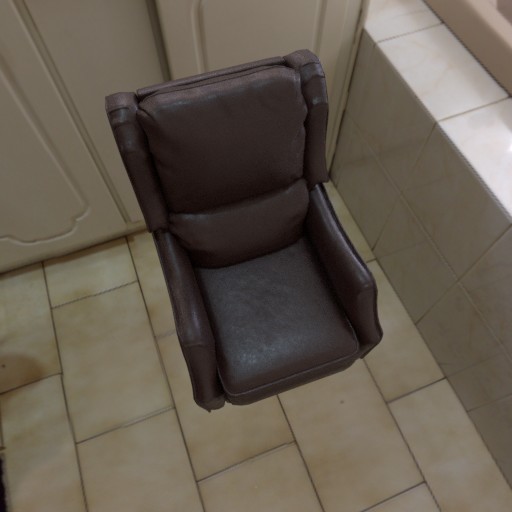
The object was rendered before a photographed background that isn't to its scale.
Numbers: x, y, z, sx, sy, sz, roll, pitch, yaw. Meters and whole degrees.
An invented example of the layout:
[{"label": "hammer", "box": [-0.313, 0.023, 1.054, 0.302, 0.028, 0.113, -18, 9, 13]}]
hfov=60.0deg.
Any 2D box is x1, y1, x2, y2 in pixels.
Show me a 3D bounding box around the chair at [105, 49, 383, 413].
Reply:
[{"label": "chair", "box": [0.000, 0.000, 1.741, 0.770, 1.132, 0.982, -17, 64, -9]}]
